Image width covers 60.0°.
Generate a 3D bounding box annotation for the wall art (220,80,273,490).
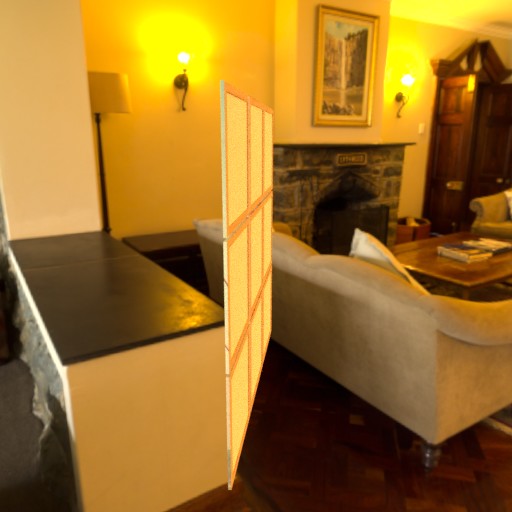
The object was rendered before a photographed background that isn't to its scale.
[{"bbox_3d":[0.000,0.000,2.291,0.013,1.523,1.517,2,15,8],"label":"wall art"}]
